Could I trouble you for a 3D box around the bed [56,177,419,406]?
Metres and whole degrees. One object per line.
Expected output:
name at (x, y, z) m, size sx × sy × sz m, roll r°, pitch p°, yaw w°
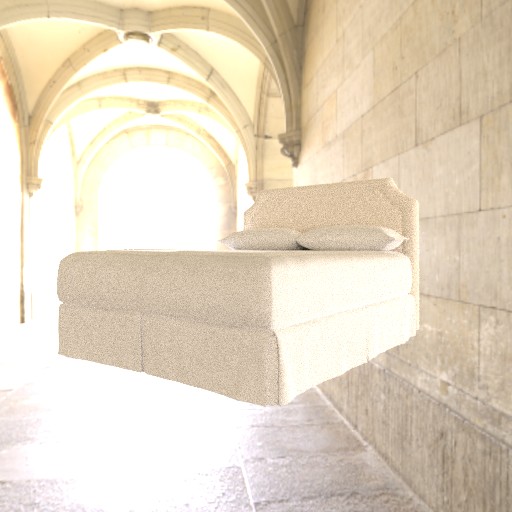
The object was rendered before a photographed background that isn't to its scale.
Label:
bed at (0.000, 0.000, 3.843) m, size 2.134 × 1.524 × 2.548 m, roll 1°, pitch 1°, yaw 36°
